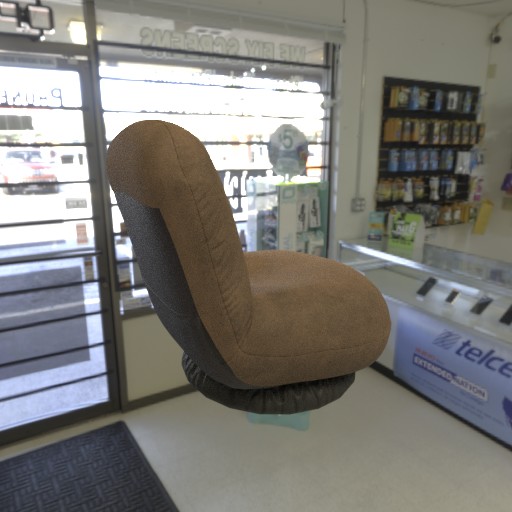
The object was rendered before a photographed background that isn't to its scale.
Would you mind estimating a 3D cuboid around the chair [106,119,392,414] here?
[{"bbox_3d":[0.000,0.000,1.027,0.597,0.594,0.521,-7,16,-27],"label":"chair"}]
